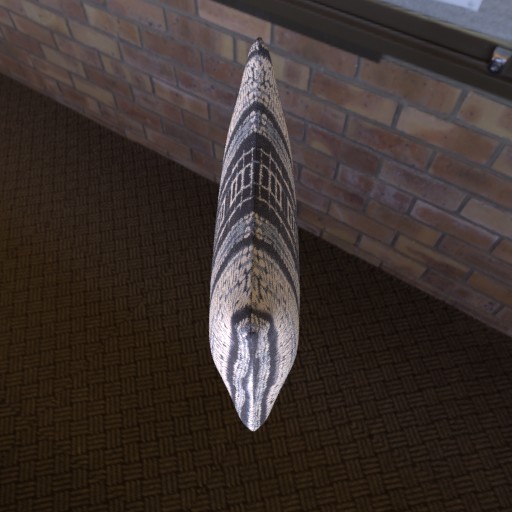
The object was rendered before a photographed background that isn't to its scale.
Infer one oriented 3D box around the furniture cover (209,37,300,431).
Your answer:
[{"bbox_3d":[0.000,0.000,0.667,0.133,0.435,0.425,1,59,1],"label":"furniture cover"}]
